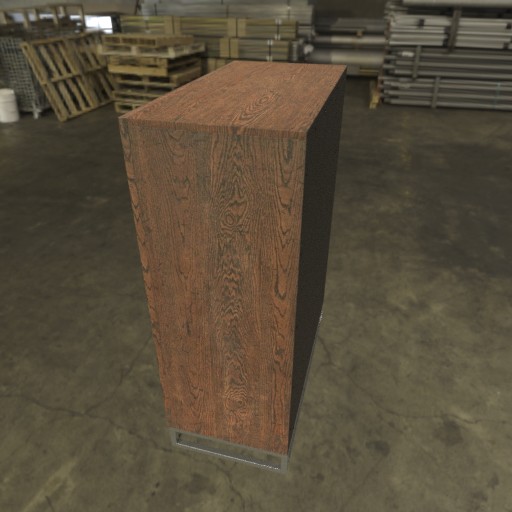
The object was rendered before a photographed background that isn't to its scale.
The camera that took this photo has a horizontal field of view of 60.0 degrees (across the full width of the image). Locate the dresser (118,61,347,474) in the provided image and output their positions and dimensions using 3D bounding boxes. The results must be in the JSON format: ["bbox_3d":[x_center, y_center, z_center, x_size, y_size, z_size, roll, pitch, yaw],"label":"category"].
[{"bbox_3d":[0.000,0.000,1.803,0.508,1.321,0.965,8,33,13],"label":"dresser"}]
